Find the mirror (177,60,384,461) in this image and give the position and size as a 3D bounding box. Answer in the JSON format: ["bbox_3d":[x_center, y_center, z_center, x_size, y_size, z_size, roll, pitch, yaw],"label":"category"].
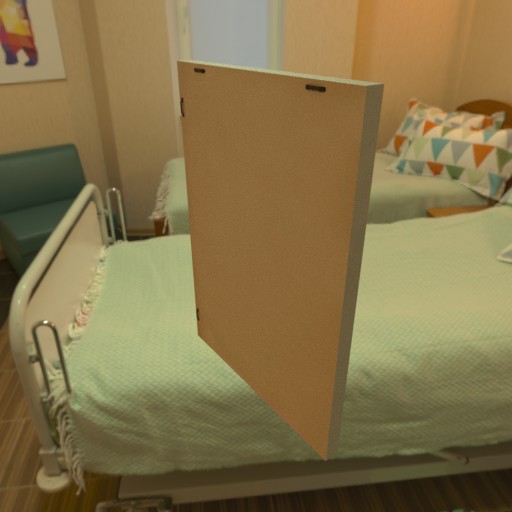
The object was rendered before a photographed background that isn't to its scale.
[{"bbox_3d":[0.000,0.000,0.913,0.039,0.710,0.507,-19,33,-32],"label":"mirror"}]
